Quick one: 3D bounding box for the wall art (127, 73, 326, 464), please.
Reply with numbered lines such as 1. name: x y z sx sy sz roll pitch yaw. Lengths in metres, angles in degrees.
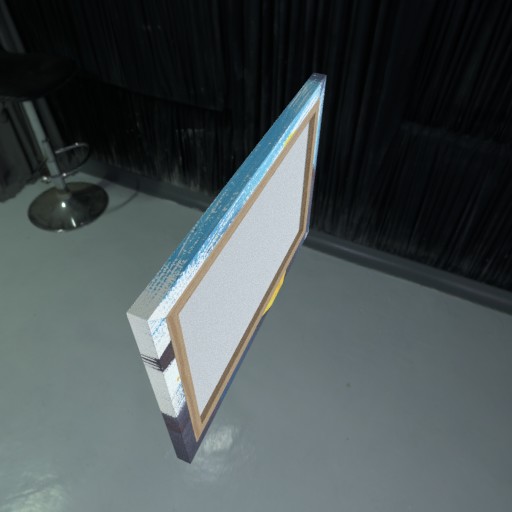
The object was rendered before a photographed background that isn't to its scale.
1. wall art: 0.000 0.000 1.180 0.039 0.610 0.914 17 49 16
